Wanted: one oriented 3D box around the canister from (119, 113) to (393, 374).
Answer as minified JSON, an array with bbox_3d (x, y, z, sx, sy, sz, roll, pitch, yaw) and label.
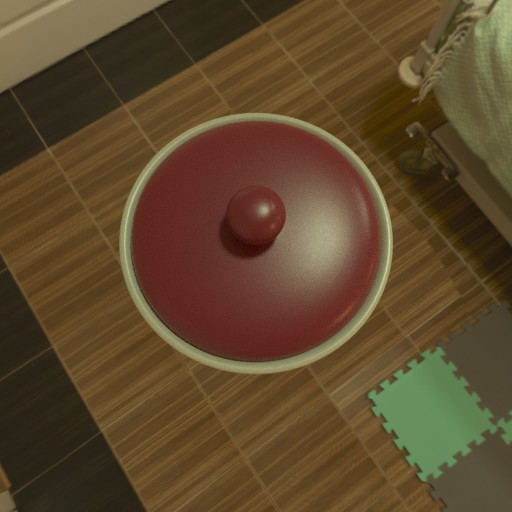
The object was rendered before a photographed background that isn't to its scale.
[{"bbox_3d":[0.000,0.000,0.350,0.181,0.211,0.181,0,75,0],"label":"canister"}]
